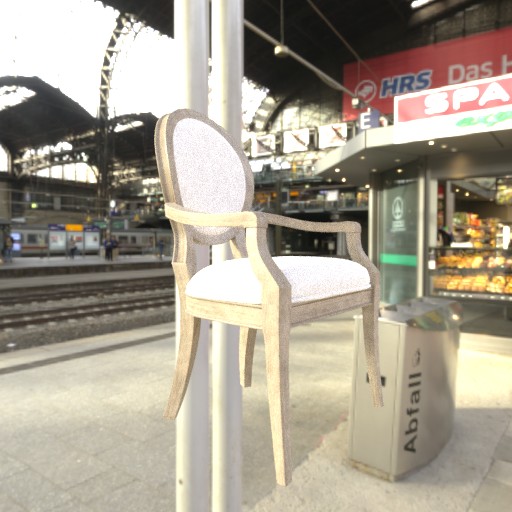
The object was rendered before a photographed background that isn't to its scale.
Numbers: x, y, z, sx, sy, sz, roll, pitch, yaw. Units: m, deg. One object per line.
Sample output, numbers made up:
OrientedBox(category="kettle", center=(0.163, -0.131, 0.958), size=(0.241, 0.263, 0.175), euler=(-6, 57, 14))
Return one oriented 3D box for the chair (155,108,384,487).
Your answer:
OrientedBox(category="chair", center=(0.000, 0.000, 1.381), size=(0.602, 0.991, 0.611), euler=(1, 2, 36))
